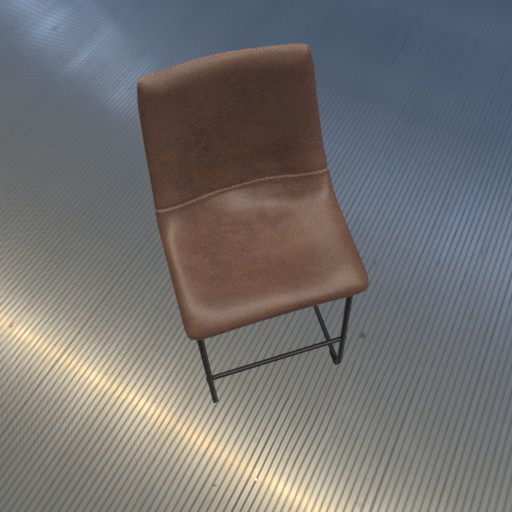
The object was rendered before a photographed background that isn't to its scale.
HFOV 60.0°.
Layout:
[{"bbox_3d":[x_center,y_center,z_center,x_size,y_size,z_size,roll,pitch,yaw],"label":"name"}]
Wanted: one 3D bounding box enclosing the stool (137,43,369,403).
[{"bbox_3d":[0.000,0.000,1.217,0.460,0.890,0.550,-15,64,-8],"label":"stool"}]
